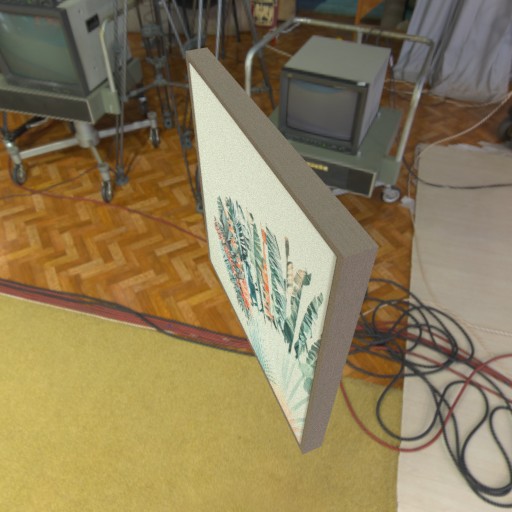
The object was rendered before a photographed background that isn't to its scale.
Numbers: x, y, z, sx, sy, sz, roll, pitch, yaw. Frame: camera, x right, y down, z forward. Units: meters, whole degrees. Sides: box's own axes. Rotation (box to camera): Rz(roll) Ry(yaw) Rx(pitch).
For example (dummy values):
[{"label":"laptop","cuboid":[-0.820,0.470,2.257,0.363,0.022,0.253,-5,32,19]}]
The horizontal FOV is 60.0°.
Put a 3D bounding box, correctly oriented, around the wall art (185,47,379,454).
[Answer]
[{"label":"wall art","cuboid":[0.000,0.000,0.761,0.038,0.506,0.508,-17,49,-16]}]
